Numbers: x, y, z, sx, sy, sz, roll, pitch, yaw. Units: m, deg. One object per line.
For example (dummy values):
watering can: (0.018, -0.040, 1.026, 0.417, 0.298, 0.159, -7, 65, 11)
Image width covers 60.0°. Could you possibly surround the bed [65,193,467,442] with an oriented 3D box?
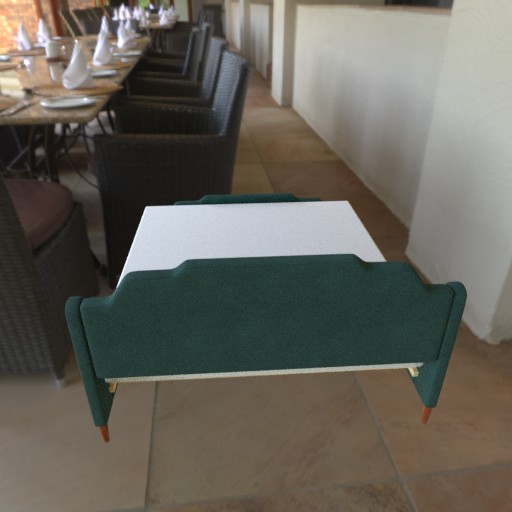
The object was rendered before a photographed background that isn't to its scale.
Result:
bed: (0.000, 0.000, 3.455, 2.074, 1.245, 2.340, -2, 30, -3)
